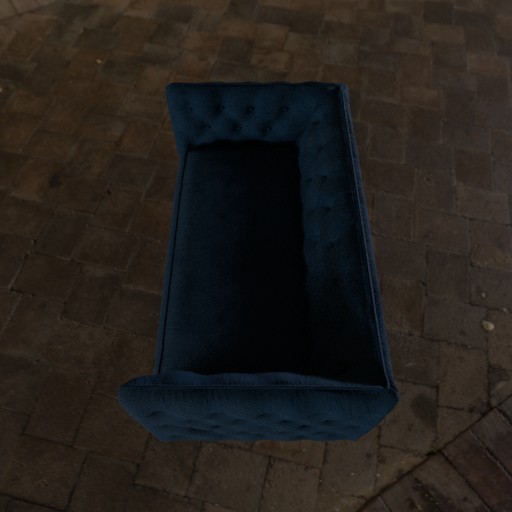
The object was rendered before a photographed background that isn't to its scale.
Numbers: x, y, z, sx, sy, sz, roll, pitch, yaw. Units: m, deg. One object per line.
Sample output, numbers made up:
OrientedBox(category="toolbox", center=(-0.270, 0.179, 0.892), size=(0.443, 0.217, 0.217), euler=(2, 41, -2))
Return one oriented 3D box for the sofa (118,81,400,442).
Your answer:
OrientedBox(category="sofa", center=(0.000, 0.000, 2.088), size=(0.909, 0.810, 1.583), euler=(0, 59, 0))
